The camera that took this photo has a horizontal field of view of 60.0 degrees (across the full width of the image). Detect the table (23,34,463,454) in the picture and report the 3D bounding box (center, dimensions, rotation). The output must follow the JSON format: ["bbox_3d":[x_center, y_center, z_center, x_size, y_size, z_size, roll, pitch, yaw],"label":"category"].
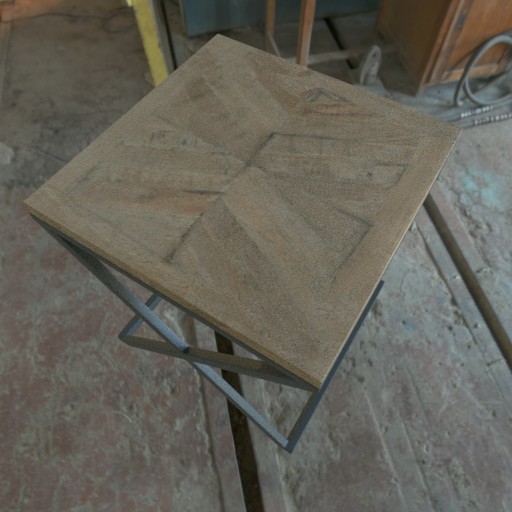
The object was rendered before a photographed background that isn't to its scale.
[{"bbox_3d":[0.000,0.000,0.919,0.498,0.550,0.499,28,62,16],"label":"table"}]
